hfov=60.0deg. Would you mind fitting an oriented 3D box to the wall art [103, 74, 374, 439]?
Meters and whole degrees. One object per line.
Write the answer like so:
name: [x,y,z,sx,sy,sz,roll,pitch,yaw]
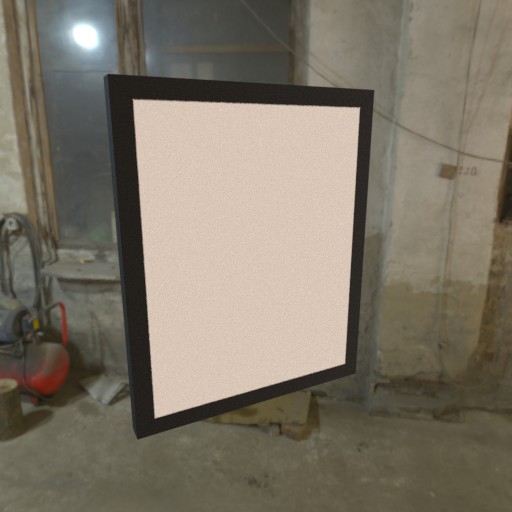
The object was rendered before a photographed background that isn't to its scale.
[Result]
wall art: [0.000,0.000,0.556,0.329,0.404,0.024,-8,17,-27]
